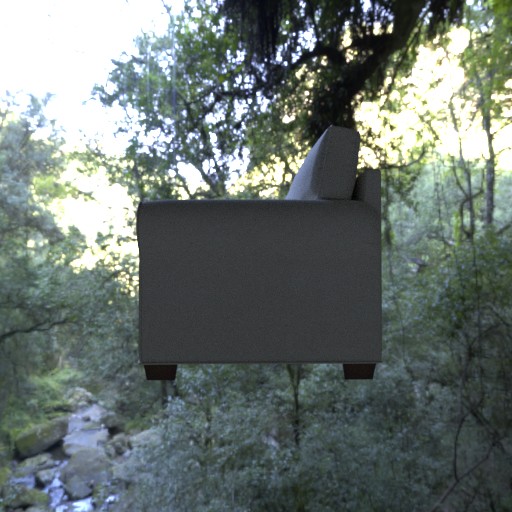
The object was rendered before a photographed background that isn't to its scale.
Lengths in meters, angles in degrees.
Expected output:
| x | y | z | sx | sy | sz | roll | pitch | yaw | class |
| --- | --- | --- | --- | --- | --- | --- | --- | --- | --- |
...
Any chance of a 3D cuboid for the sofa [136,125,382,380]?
| x | y | z | sx | sy | sz | roll | pitch | yaw | class |
| --- | --- | --- | --- | --- | --- | --- | --- | --- | --- |
| 0.000 | 0.000 | 2.609 | 0.901 | 0.962 | 2.146 | 0 | -2 | -1 | sofa |
